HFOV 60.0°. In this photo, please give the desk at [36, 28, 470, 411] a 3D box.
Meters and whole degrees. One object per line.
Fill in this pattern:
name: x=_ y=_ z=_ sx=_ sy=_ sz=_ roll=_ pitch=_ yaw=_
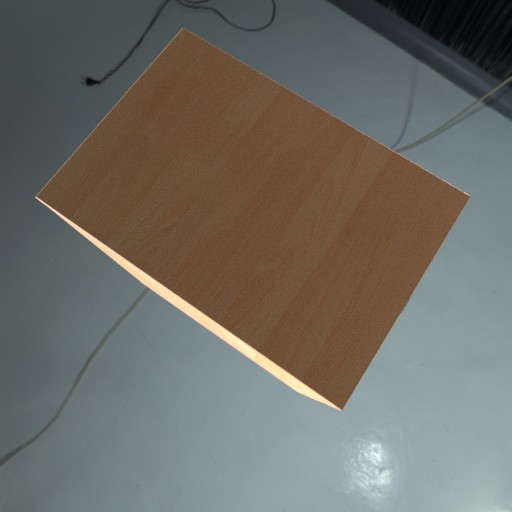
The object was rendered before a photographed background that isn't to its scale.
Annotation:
desk: x=0.000 y=0.000 z=1.078 sx=0.600 sy=0.730 sz=0.404 roll=33 pitch=78 yaw=8
